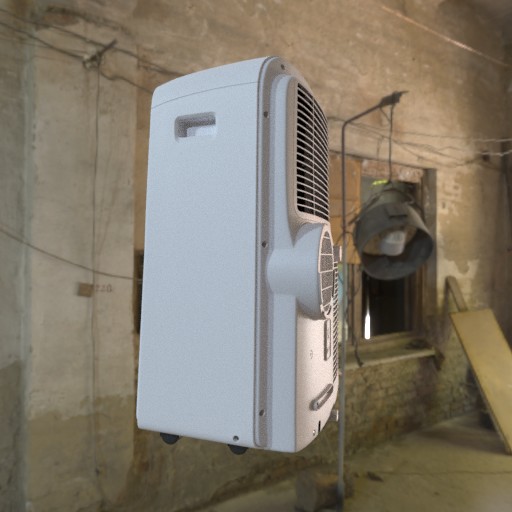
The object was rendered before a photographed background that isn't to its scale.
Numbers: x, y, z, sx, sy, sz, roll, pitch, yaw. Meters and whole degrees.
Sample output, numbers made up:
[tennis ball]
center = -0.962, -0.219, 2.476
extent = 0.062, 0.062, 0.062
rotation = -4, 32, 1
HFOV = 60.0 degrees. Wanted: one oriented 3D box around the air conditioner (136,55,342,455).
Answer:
[air conditioner]
center = 0.000, 0.000, 0.957
extent = 0.365, 0.700, 0.454
rotation = 0, 0, 18
